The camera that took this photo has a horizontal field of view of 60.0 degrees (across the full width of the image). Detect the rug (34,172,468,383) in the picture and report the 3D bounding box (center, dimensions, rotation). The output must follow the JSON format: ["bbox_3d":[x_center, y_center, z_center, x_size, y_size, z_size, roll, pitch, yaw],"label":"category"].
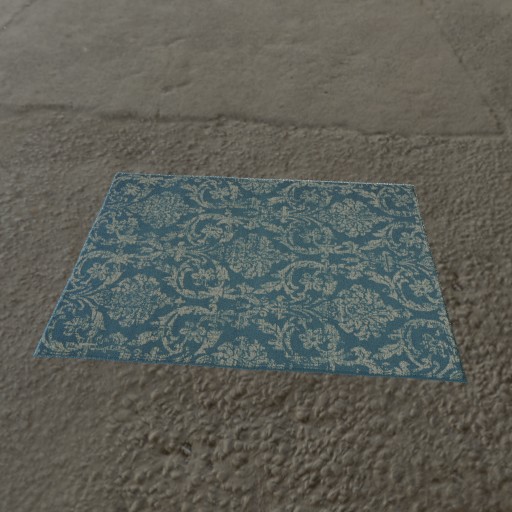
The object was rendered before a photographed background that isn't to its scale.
[{"bbox_3d":[0.000,0.000,2.763,2.205,0.012,1.554,3,48,3],"label":"rug"}]
